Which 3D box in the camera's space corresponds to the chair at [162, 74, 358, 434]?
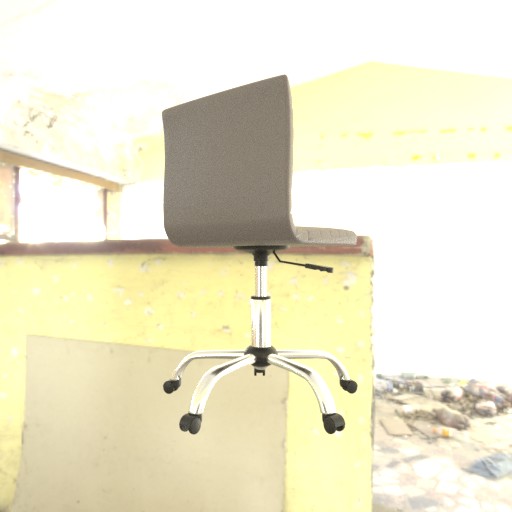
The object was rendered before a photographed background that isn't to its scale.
[{"bbox_3d":[0.000,0.000,1.177,0.556,0.780,0.530,-1,-1,36],"label":"chair"}]
